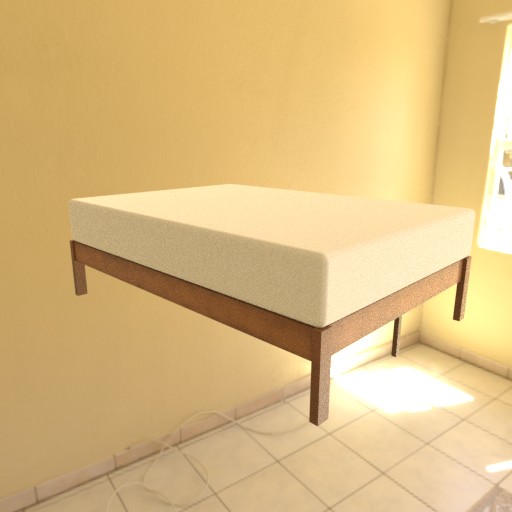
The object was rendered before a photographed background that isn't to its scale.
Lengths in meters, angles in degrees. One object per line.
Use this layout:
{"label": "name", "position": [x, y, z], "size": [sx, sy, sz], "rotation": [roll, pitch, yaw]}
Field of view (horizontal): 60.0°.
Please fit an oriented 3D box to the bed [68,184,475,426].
{"label": "bed", "position": [0.000, 0.000, 2.582], "size": [1.927, 0.616, 1.348], "rotation": [14, 20, 43]}
